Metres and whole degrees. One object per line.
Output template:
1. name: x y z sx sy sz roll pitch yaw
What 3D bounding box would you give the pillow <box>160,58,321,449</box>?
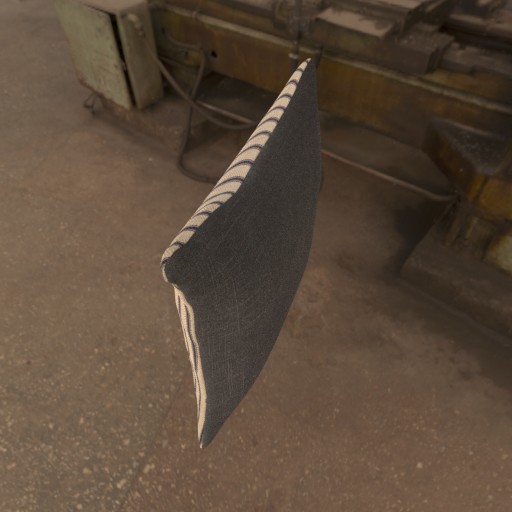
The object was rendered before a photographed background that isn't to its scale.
1. pillow: 0.000 0.000 0.695 0.138 0.444 0.468 16 49 14
